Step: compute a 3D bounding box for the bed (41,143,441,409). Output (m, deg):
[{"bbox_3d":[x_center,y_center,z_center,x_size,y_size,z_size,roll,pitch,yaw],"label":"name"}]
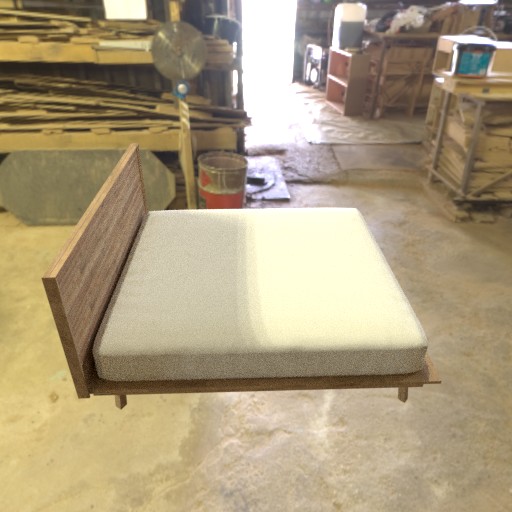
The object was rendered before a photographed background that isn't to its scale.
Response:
[{"bbox_3d":[0.000,0.000,3.364,2.167,1.100,2.116,-1,32,-2],"label":"bed"}]
